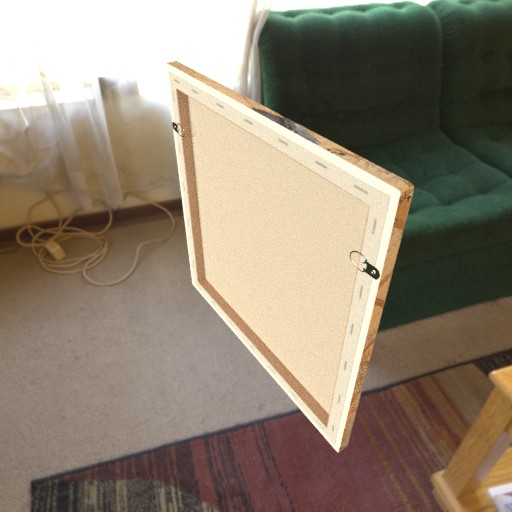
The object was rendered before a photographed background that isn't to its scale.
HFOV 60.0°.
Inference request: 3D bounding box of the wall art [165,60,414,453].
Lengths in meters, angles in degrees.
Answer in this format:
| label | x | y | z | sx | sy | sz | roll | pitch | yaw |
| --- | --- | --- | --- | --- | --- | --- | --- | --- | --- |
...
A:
| label | x | y | z | sx | sy | sz | roll | pitch | yaw |
| --- | --- | --- | --- | --- | --- | --- | --- | --- | --- |
| wall art | 0.000 | 0.000 | 1.340 | 0.039 | 0.914 | 0.912 | -24 | 45 | -26 |
